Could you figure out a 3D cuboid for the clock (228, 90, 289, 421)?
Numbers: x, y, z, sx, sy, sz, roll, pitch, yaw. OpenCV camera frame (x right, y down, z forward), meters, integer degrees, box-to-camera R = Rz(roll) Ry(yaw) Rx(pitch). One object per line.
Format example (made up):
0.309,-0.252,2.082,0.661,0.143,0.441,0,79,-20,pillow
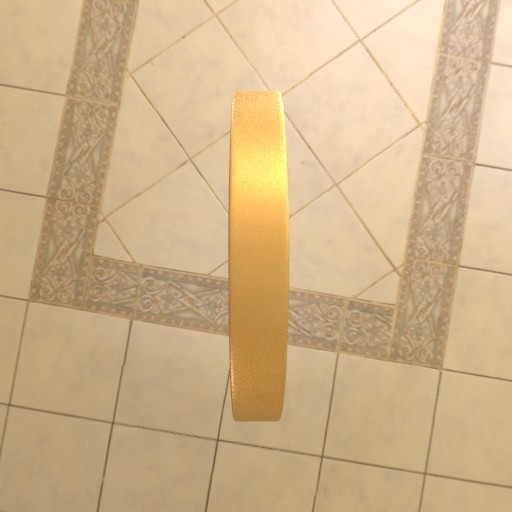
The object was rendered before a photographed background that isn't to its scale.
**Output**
0.000,0.000,0.448,0.040,0.314,0.314,0,89,-1,clock
